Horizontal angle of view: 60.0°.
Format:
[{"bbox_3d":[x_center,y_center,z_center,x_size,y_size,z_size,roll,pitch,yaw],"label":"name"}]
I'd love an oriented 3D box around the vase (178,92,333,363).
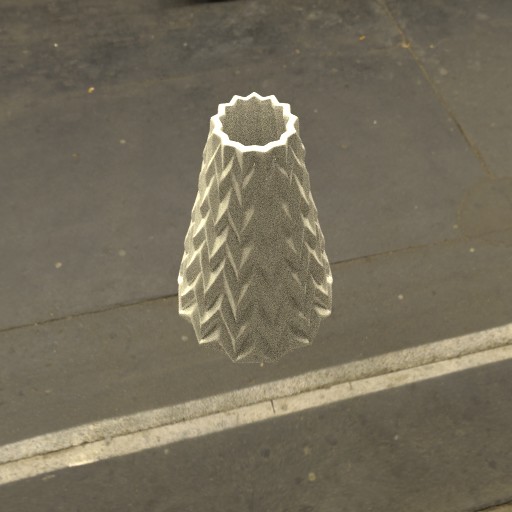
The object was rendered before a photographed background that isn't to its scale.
[{"bbox_3d":[0.000,0.000,0.418,0.167,0.328,0.167,0,59,0],"label":"vase"}]
